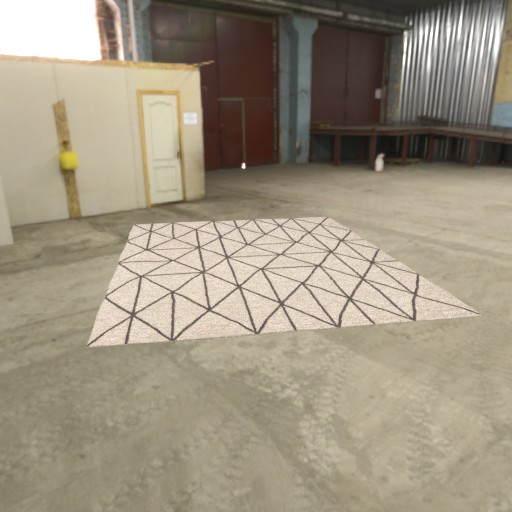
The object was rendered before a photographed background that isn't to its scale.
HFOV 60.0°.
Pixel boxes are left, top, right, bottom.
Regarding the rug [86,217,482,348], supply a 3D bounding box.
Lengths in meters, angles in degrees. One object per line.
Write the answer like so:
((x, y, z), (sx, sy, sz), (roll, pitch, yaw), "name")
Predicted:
((0.000, 0.000, 4.089), (2.468, 0.022, 3.061), (-3, 17, -9), "rug")
